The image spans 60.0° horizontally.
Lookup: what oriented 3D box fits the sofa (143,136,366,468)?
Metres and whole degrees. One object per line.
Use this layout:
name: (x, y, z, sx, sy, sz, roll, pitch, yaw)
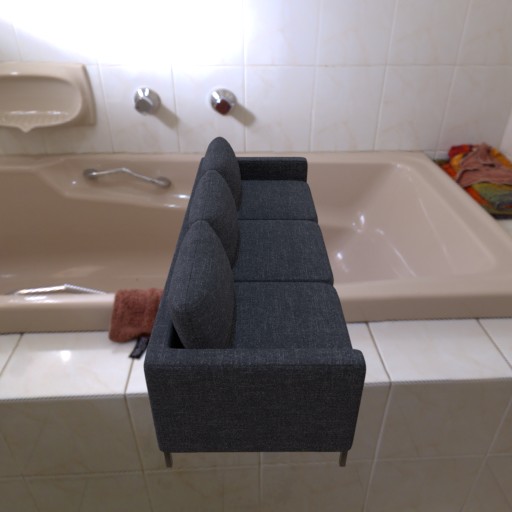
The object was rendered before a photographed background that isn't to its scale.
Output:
sofa: (0.000, 0.000, 2.679, 0.859, 0.874, 2.218, 0, 32, 0)
